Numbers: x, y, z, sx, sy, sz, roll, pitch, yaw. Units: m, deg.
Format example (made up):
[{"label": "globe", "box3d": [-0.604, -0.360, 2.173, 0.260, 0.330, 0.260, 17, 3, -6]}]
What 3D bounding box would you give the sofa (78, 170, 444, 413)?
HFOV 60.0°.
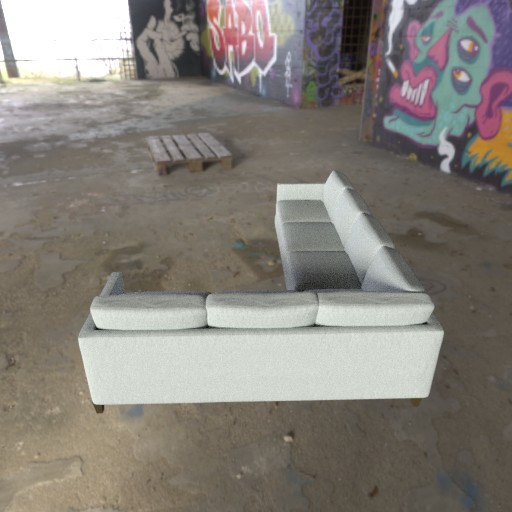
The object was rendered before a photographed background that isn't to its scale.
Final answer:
[{"label": "sofa", "box3d": [0.000, 0.000, 4.532, 2.522, 0.934, 3.333, -1, 27, -1]}]
